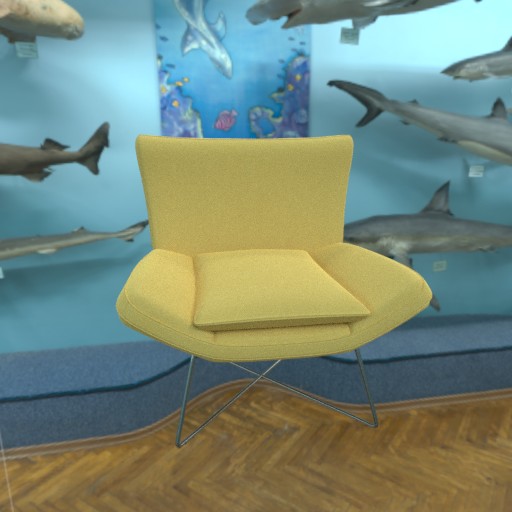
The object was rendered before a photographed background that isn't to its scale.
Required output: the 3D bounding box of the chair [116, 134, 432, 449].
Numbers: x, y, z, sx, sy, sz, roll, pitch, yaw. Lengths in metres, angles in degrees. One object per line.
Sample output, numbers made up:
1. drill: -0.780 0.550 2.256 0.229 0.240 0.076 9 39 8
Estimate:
1. chair: 0.000 0.000 1.614 0.859 0.855 1.008 -2 15 -8
